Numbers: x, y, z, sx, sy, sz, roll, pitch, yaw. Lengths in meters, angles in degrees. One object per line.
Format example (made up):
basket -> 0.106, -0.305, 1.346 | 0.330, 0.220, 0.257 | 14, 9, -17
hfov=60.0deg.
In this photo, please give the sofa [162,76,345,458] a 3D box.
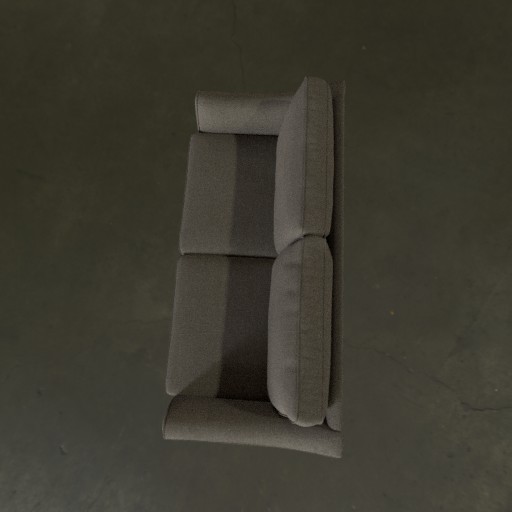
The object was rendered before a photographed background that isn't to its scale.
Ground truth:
sofa -> 0.000, 0.000, 2.786 | 1.013, 0.976, 2.203 | 3, 76, 1
